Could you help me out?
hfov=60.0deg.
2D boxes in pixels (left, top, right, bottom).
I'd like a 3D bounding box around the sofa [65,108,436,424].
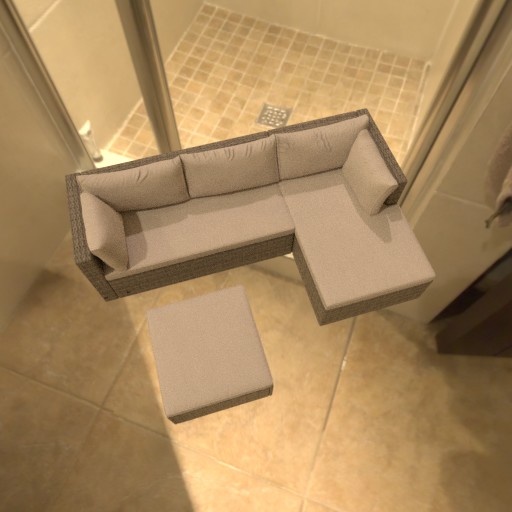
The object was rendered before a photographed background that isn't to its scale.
[{"bbox_3d":[0.000,0.000,2.962,2.192,0.766,1.662,-15,63,-8],"label":"sofa"}]
